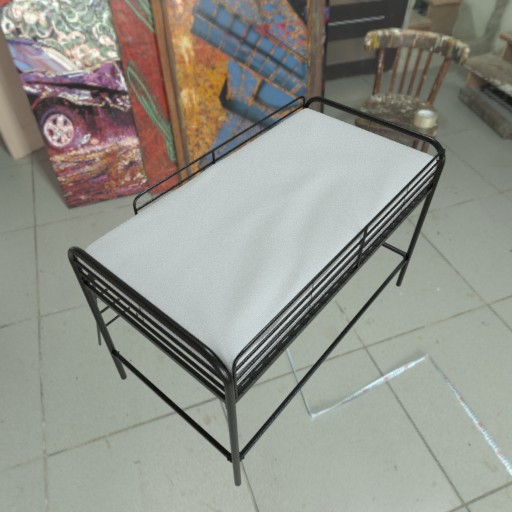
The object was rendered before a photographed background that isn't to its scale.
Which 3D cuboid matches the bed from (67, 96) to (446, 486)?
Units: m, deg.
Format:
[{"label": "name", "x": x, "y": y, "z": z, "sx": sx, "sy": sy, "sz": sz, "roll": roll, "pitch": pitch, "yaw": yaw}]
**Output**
[{"label": "bed", "x": 0.000, "y": 0.000, "z": 2.872, "sx": 1.393, "sy": 1.289, "sz": 1.968, "roll": 31, "pitch": 54, "yaw": 27}]
